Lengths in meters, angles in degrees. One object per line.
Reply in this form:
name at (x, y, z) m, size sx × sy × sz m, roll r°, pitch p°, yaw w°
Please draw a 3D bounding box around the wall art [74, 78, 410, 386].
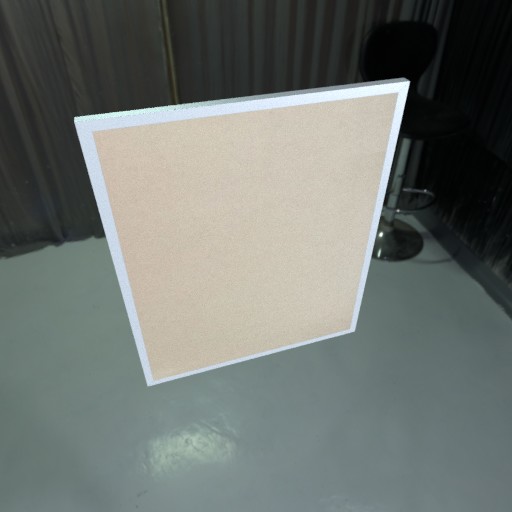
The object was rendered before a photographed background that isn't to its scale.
wall art at (0.000, 0.000, 0.635) m, size 0.382 × 0.456 × 0.013 m, roll -12°, pitch 42°, yaw -14°
